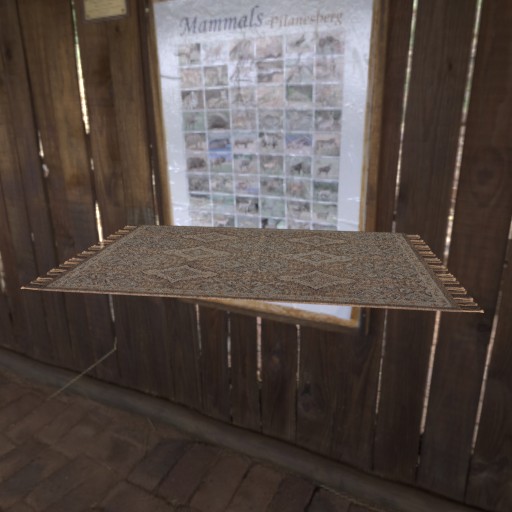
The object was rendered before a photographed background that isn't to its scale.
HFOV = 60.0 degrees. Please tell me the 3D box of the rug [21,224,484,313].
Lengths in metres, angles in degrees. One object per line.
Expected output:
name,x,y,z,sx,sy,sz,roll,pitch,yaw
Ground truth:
rug,0.000,0.000,3.022,2.434,0.010,1.516,2,18,7
